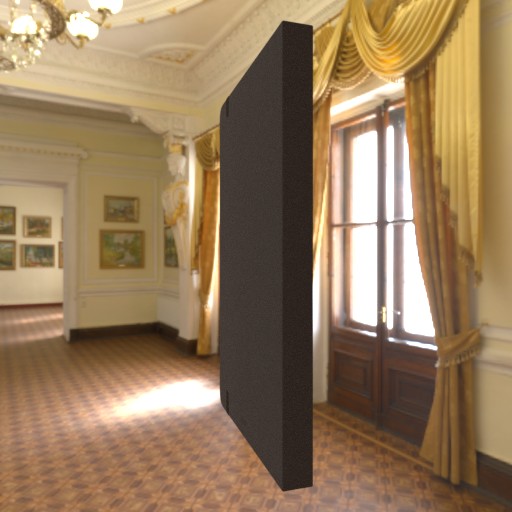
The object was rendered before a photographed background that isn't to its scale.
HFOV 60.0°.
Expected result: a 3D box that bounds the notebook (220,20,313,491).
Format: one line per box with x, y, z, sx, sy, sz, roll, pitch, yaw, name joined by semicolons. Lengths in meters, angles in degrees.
0.000;0.000;0.262;0.016;0.213;0.127;0;0;-18;notebook
